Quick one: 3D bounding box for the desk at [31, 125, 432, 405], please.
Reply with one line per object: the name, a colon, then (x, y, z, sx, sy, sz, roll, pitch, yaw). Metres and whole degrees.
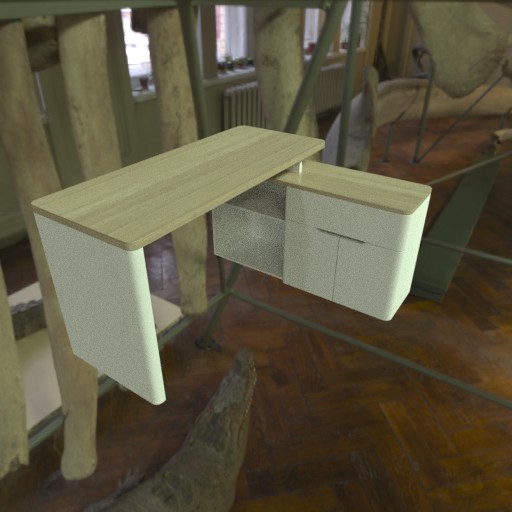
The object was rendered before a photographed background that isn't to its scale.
desk: (0.000, 0.000, 2.111, 1.175, 0.770, 1.400, 19, 36, 29)
